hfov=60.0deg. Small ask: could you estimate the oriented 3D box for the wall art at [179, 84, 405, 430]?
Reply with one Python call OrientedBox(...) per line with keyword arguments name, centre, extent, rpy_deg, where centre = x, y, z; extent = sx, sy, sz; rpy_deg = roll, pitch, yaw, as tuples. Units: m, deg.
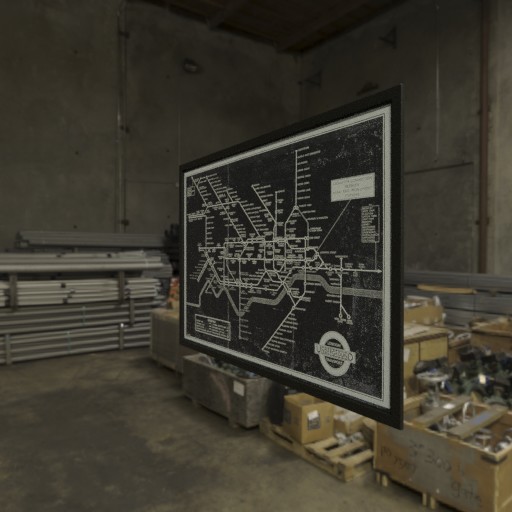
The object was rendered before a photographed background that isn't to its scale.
OrientedBox(name="wall art", centre=(0.000, 0.000, 1.525), extent=(0.013, 0.811, 1.192), rpy_deg=(0, 1, -35))
